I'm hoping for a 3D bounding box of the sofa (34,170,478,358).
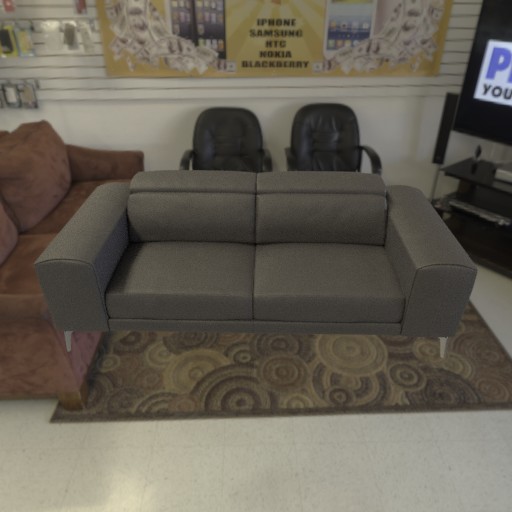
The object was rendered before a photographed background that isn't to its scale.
[{"bbox_3d":[0.000,0.000,2.839,2.330,0.814,1.048,1,32,1],"label":"sofa"}]
